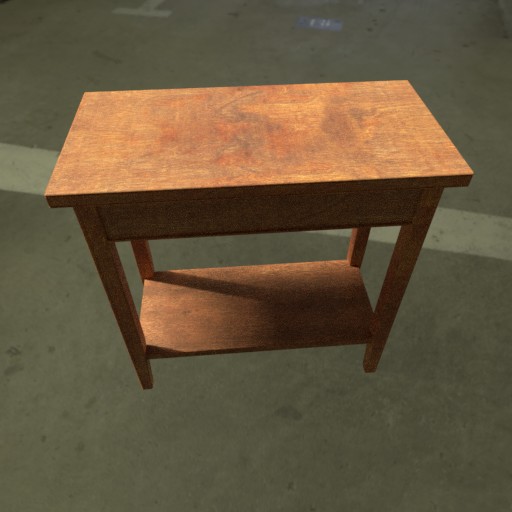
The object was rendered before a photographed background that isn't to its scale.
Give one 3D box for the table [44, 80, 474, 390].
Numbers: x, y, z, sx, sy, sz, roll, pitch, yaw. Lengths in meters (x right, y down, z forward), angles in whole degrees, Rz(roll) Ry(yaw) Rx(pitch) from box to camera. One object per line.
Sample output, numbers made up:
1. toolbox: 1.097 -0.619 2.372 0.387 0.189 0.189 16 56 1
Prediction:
1. table: 0.000 0.000 0.949 0.610 0.610 0.305 -3 46 -3
